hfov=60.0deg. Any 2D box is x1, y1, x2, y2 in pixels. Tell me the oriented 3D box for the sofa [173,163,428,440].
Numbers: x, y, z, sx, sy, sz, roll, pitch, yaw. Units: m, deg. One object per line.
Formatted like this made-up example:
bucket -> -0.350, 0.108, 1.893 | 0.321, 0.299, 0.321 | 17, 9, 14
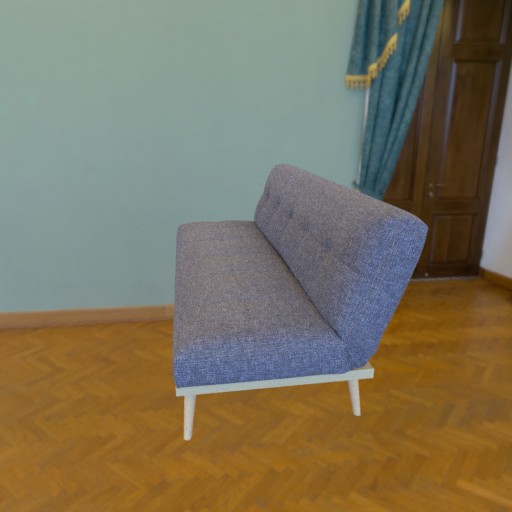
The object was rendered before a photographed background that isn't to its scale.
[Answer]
sofa -> 0.000, 0.000, 2.256 | 0.820, 0.770, 1.820 | -3, 17, -9
